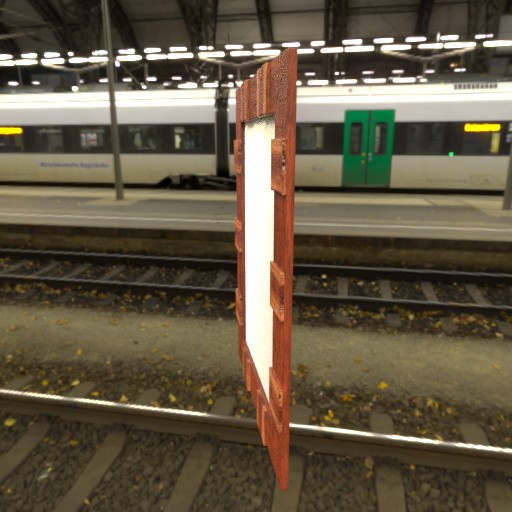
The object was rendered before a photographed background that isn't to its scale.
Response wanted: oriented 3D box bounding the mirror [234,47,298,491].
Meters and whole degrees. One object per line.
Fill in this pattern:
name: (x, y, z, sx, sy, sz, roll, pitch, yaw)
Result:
mirror: (0.000, 0.000, 1.058, 0.021, 0.805, 0.600, -3, 15, -10)
